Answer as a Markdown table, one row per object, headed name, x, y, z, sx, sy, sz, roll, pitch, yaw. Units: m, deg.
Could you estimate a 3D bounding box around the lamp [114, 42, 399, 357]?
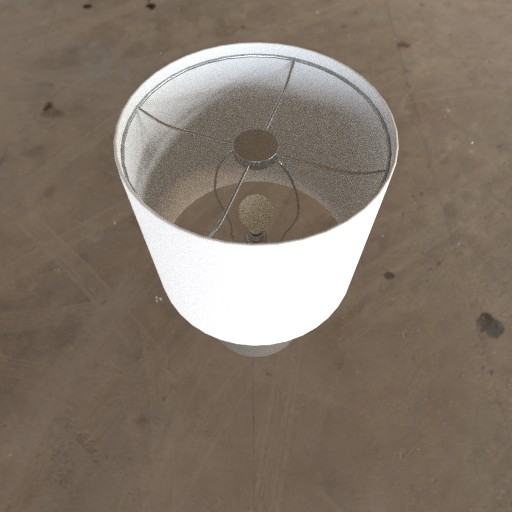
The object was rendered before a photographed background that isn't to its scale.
| name | x | y | z | sx | sy | sz | roll | pitch | yaw |
| --- | --- | --- | --- | --- | --- | --- | --- | --- | --- |
| lamp | 0.000 | 0.000 | 0.482 | 0.207 | 0.366 | 0.207 | 17 | 60 | 10 |
